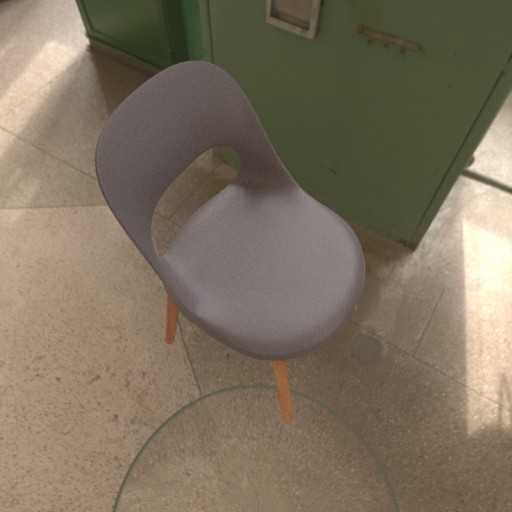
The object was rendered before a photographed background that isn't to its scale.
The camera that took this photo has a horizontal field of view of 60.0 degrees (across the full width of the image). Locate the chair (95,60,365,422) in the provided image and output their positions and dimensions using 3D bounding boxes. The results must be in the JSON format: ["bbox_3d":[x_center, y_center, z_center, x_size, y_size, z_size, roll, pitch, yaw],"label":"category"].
[{"bbox_3d":[0.000,0.000,1.138,0.556,0.794,0.470,29,63,17],"label":"chair"}]
